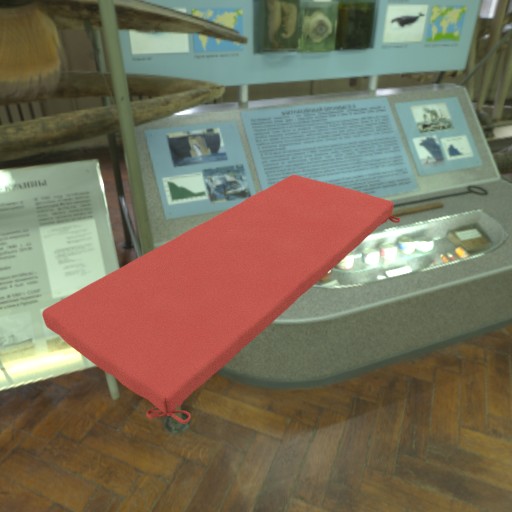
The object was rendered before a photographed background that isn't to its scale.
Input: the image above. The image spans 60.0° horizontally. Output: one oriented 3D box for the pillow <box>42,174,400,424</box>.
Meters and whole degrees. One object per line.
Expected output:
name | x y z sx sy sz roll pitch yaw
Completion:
pillow | 0.000 0.000 1.378 0.492 0.081 1.187 22 39 31
